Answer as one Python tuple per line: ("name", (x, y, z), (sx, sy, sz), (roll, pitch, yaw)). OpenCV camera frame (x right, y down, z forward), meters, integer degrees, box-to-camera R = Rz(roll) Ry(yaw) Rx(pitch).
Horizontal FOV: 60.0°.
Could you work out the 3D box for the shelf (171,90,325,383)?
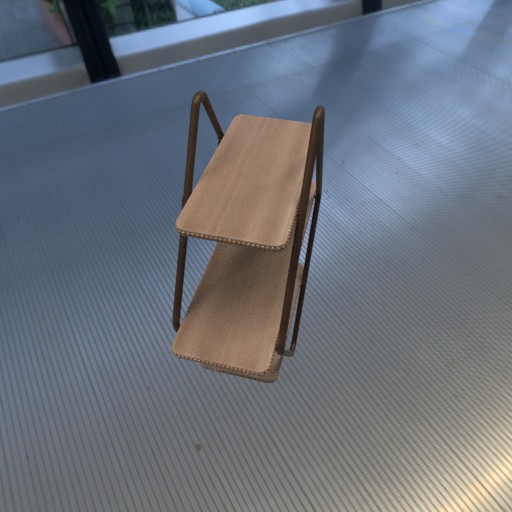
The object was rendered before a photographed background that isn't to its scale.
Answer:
("shelf", (0.000, 0.000, 1.048), (0.234, 0.774, 0.609), (10, 48, 10))
